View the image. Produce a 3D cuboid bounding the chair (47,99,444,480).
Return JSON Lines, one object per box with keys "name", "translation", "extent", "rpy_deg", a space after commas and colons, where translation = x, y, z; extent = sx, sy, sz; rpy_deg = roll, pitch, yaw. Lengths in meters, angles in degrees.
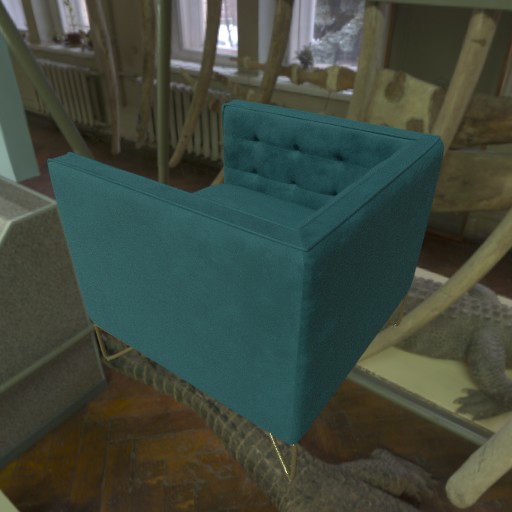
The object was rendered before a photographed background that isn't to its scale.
{"name": "chair", "translation": [0.000, 0.000, 1.536], "extent": [0.894, 0.790, 0.880], "rpy_deg": [22, 39, 30]}
